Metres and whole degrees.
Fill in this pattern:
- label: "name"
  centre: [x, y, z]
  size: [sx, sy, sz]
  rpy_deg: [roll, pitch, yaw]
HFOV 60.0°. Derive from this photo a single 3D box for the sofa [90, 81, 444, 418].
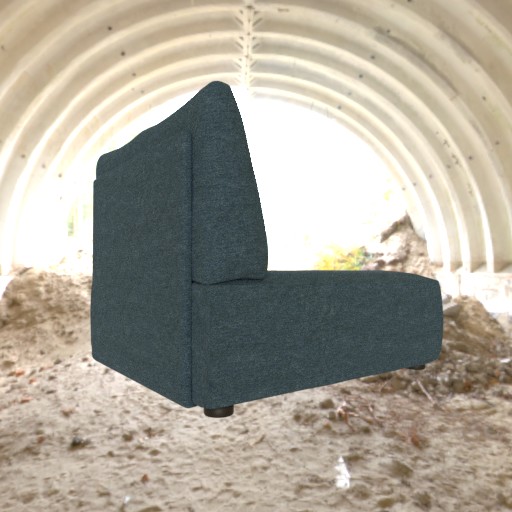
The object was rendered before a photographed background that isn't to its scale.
- label: "sofa"
  centre: [0.000, 0.000, 1.682]
  size: [1.000, 0.820, 0.930]
  rpy_deg: [1, -3, -36]
